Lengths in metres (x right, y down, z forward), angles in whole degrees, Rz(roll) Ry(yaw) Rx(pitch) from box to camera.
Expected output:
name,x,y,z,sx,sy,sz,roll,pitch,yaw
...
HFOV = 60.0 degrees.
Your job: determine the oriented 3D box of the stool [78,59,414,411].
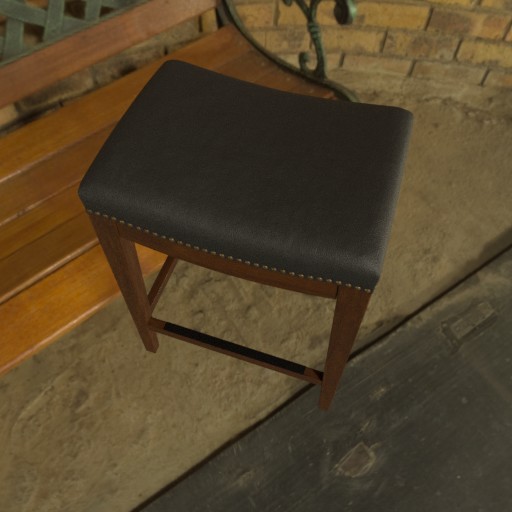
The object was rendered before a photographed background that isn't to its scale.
name,x,y,z,sx,sy,sz,roll,pitch,yaw
stool,0.000,0.000,0.930,0.490,0.664,0.353,16,60,9
